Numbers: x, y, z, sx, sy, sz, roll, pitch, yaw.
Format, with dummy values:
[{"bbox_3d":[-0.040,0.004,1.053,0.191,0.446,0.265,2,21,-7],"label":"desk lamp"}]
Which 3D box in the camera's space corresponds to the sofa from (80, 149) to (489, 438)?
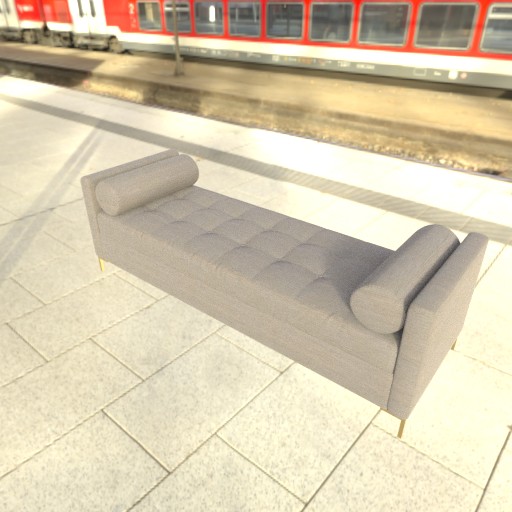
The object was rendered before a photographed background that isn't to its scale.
[{"bbox_3d":[0.000,0.000,2.315,1.981,0.635,0.686,22,37,32],"label":"sofa"}]
